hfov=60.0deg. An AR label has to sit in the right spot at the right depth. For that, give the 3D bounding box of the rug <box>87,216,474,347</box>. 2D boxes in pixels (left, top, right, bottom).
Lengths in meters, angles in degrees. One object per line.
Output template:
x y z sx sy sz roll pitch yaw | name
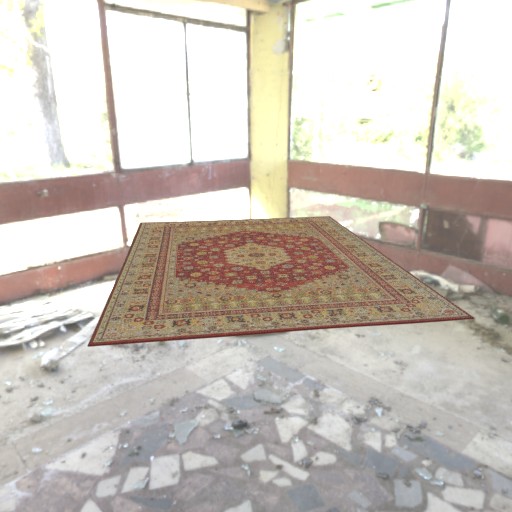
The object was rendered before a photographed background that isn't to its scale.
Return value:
0.000 0.000 4.112 2.387 0.013 3.053 -3 18 -8 | rug
